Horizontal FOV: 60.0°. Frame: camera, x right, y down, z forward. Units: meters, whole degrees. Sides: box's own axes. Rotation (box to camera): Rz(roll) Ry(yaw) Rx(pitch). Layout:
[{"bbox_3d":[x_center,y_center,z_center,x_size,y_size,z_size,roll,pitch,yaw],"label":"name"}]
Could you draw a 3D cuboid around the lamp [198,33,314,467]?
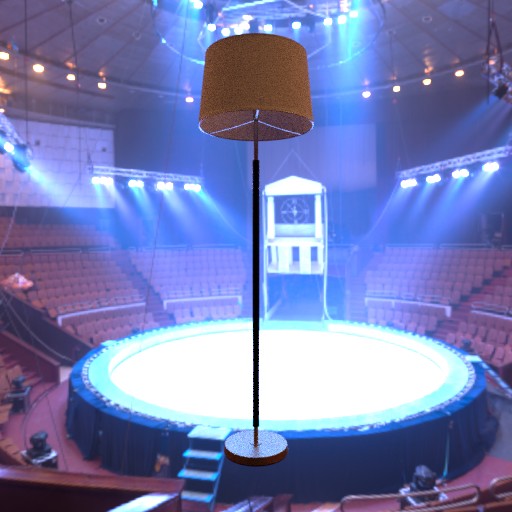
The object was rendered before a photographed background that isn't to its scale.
[{"bbox_3d":[0.000,0.000,1.629,0.420,1.447,0.420,0,1,0],"label":"lamp"}]
